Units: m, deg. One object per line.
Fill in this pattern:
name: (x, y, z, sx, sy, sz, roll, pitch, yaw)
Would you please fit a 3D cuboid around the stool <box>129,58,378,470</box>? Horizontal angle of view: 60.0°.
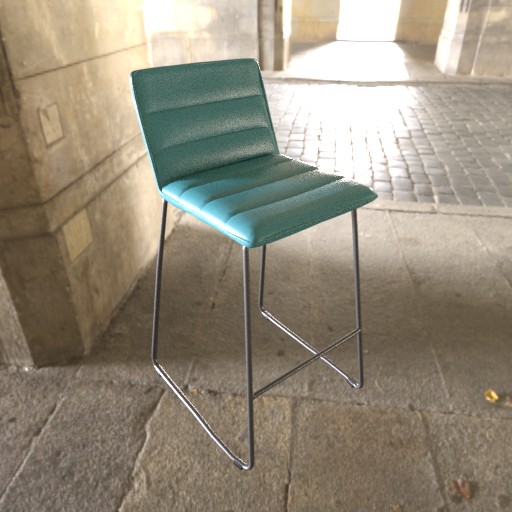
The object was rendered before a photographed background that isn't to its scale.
stool: (0.000, 0.000, 1.217, 0.489, 0.936, 0.524, -22, 37, -32)
